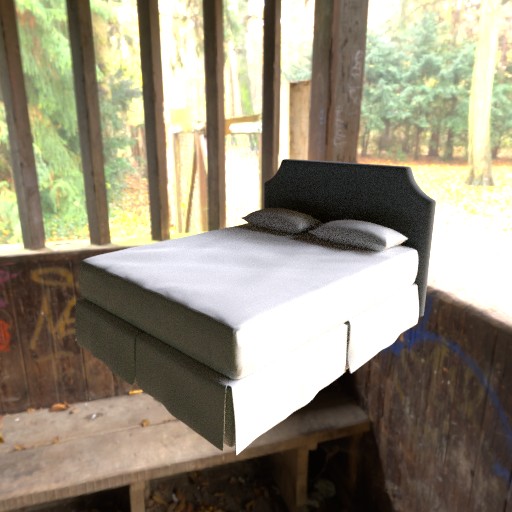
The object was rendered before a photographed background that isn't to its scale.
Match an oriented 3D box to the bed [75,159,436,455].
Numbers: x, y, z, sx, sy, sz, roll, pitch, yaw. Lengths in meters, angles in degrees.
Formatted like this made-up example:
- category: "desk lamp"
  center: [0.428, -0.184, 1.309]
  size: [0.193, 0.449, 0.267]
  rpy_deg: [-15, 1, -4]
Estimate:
- category: "bed"
  center: [0.000, 0.000, 3.406]
  size: [1.811, 1.296, 2.259]
  rpy_deg: [15, 22, 42]
